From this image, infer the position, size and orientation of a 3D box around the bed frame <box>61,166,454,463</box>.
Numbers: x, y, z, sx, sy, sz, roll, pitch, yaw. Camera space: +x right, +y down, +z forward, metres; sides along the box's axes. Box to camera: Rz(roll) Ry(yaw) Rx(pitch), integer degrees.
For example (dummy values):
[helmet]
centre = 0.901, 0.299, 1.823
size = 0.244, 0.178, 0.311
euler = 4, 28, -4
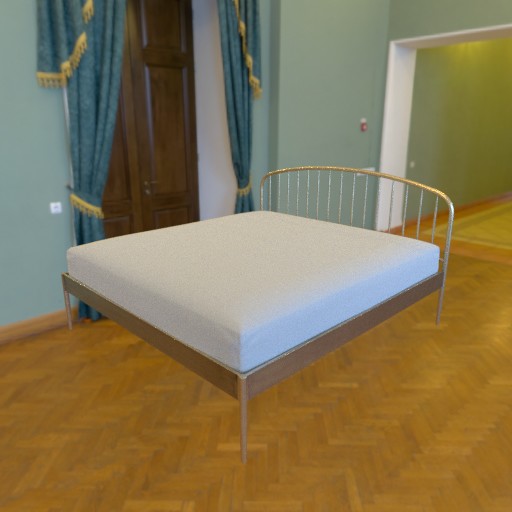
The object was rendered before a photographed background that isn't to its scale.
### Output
[bed frame]
centre = 0.000, 0.000, 3.337
size = 2.152, 1.174, 2.016
euler = -16, 23, -42
